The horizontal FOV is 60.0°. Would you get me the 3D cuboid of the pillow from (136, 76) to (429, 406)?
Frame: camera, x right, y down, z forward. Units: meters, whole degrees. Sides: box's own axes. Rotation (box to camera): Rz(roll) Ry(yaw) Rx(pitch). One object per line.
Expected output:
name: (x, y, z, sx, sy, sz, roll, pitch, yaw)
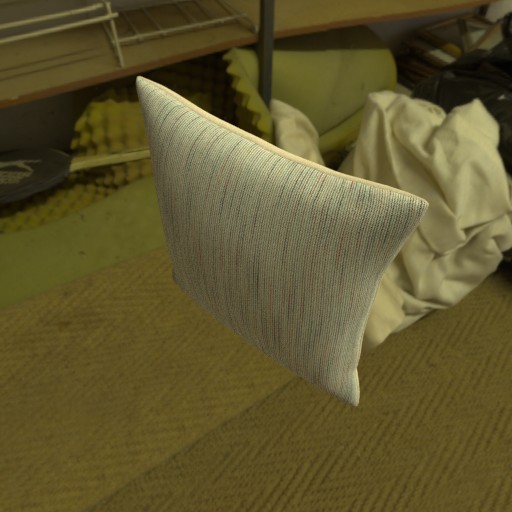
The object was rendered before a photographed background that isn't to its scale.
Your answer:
pillow: (0.000, 0.000, 0.790, 0.512, 0.506, 0.178, 31, 54, 26)
